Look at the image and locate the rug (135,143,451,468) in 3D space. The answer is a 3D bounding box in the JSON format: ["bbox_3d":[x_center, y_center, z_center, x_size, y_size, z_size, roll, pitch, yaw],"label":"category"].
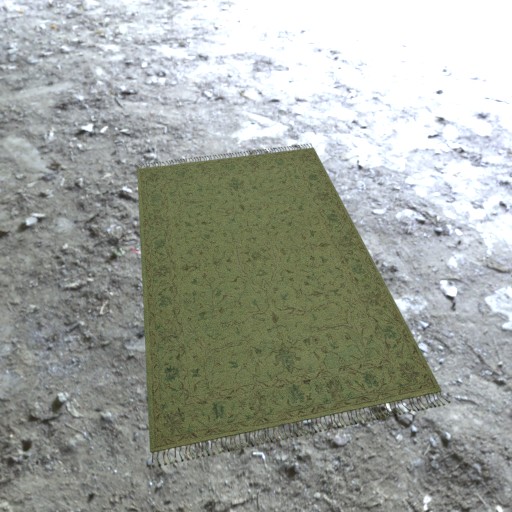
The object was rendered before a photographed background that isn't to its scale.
[{"bbox_3d":[0.000,0.000,2.970,1.544,0.010,2.435,-9,48,-8],"label":"rug"}]
